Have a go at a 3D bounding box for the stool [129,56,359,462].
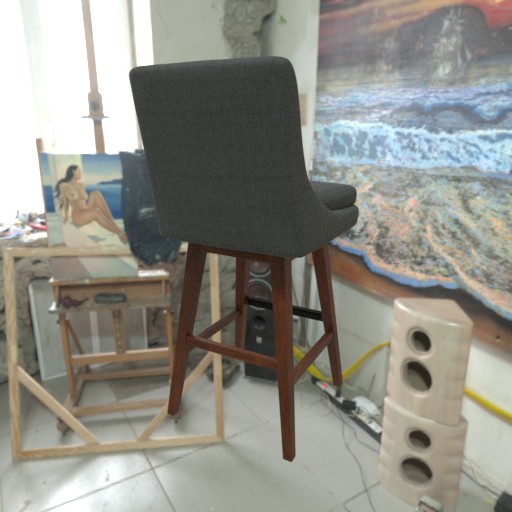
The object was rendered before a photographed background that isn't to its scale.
[{"bbox_3d":[0.000,0.000,1.261,0.447,0.977,0.524,9,19,28],"label":"stool"}]
